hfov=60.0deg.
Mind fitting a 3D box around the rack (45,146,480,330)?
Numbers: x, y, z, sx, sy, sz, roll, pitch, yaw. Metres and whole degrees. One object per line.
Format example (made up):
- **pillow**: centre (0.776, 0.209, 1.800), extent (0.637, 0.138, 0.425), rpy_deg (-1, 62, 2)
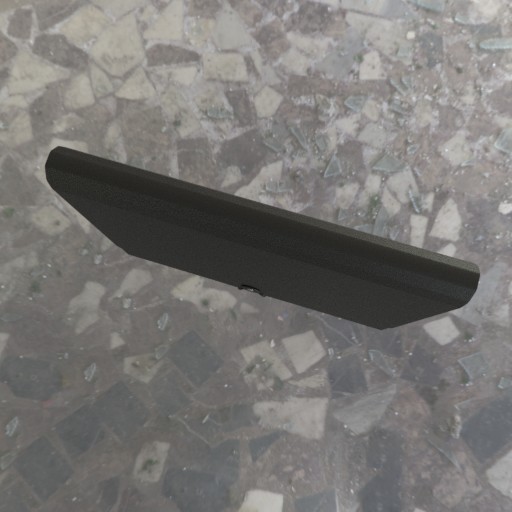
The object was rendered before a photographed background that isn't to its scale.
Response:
- **rack**: centre (0.000, 0.000, 0.442), extent (0.330, 0.241, 0.041), rpy_deg (16, 77, 4)
